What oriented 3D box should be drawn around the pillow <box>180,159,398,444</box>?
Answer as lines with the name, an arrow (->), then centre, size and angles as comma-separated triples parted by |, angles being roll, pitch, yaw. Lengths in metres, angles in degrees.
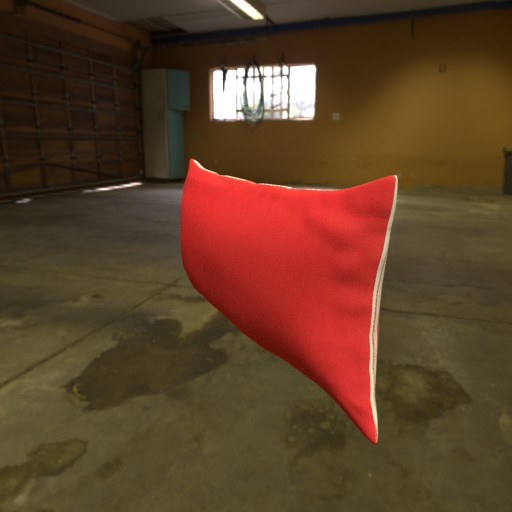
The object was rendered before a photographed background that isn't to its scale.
pillow -> 0.000, 0.000, 0.720 | 0.151, 0.297, 0.608 | -7, 16, -26
